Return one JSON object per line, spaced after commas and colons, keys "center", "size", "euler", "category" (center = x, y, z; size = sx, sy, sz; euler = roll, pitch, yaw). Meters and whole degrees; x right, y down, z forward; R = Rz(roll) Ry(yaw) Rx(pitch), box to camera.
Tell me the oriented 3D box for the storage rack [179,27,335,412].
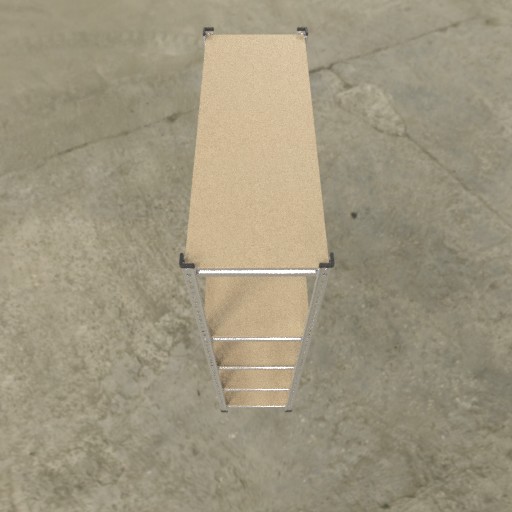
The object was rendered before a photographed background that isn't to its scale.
{"center": [0.000, 0.000, 2.390], "size": [0.457, 1.829, 1.219], "euler": [0, 58, 0], "category": "storage rack"}
